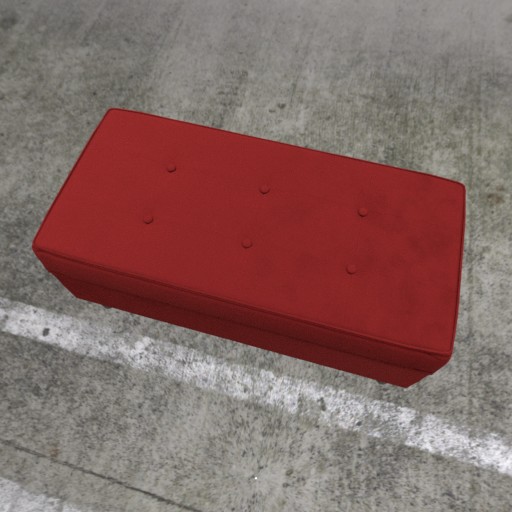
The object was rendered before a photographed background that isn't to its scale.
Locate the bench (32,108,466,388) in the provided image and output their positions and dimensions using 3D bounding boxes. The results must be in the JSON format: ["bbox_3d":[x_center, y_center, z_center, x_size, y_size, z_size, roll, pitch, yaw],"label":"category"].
[{"bbox_3d":[0.000,0.000,1.295,1.016,0.471,0.492,14,64,7],"label":"bench"}]
